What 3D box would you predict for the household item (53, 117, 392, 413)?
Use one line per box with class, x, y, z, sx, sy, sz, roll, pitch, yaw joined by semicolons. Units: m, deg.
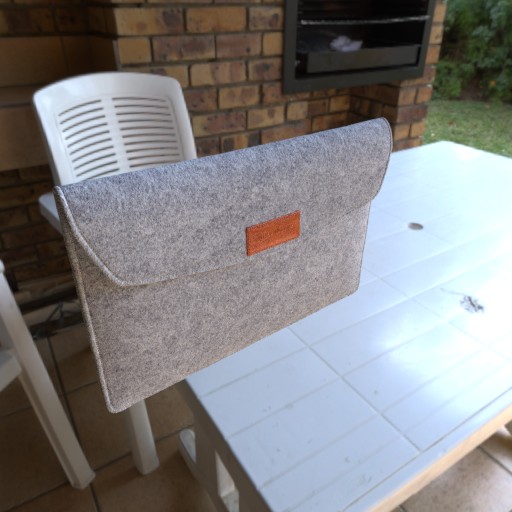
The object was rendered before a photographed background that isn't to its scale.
household item;0.000;0.000;0.434;0.335;0.221;0.057;-21;36;-32
